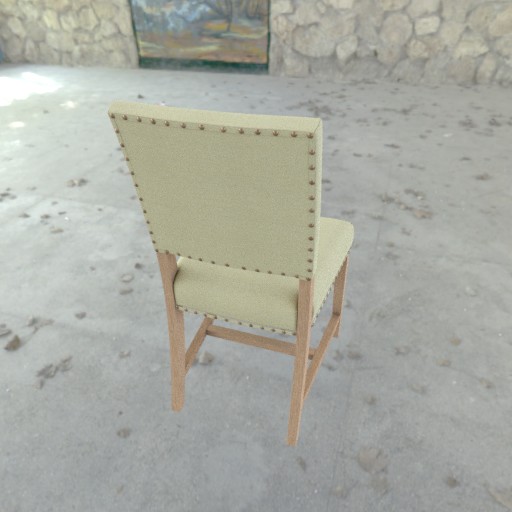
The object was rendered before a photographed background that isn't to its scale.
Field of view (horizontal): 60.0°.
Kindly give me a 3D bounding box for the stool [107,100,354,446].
[{"bbox_3d":[0.000,0.000,1.327,0.508,0.986,0.623,10,34,16],"label":"stool"}]
